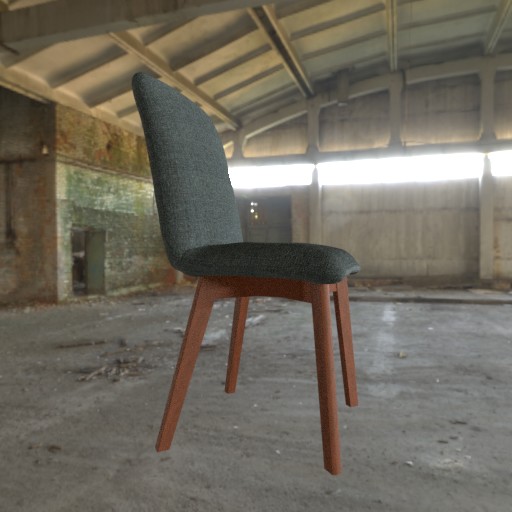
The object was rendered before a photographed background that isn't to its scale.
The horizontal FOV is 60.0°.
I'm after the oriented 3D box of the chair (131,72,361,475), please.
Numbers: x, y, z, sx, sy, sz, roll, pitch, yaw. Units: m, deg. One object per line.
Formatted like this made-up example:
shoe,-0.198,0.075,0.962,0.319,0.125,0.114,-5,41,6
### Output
chair,0.000,0.000,1.290,0.563,0.974,0.522,0,1,18
